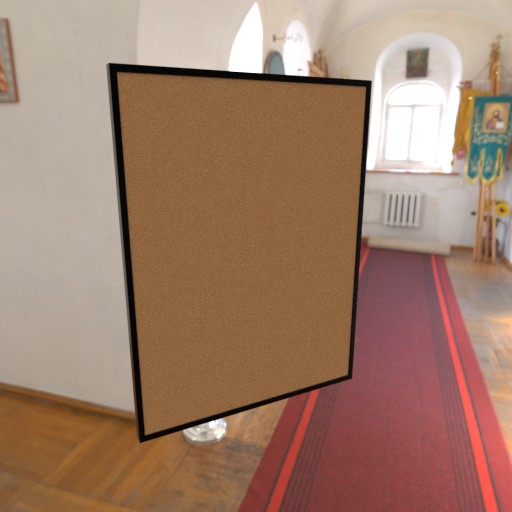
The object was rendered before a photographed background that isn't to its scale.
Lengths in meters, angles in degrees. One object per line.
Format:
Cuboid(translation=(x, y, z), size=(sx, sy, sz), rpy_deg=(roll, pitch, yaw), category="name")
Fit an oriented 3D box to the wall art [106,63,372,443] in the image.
Cuboid(translation=(0.000, 0.000, 1.386), size=(0.805, 1.062, 0.040), rpy_deg=(-8, 17, -26), category="wall art")
